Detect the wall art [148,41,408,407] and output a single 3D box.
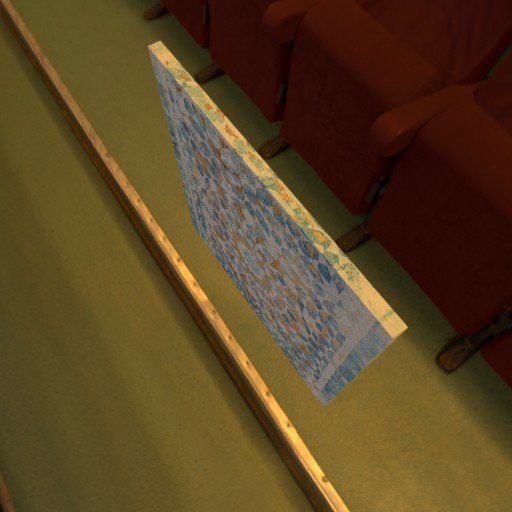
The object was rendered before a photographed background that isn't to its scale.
[{"bbox_3d":[0.000,0.000,1.370,0.040,0.916,0.916,-32,68,-14],"label":"wall art"}]
